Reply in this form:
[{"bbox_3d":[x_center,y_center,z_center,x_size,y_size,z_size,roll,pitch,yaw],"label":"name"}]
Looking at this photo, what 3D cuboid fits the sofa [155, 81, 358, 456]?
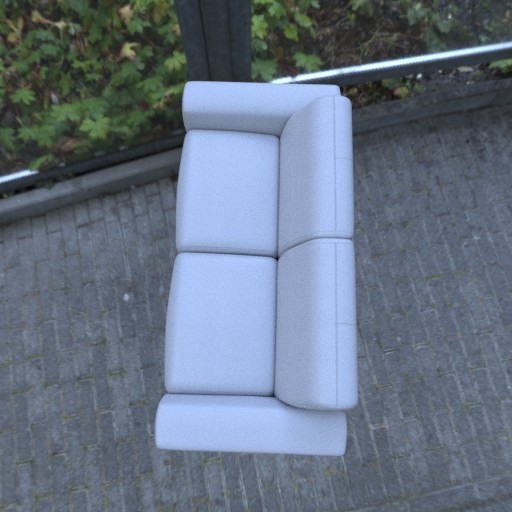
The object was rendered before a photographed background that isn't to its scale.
[{"bbox_3d":[0.000,0.000,2.351,0.900,0.772,1.901,2,76,0],"label":"sofa"}]
